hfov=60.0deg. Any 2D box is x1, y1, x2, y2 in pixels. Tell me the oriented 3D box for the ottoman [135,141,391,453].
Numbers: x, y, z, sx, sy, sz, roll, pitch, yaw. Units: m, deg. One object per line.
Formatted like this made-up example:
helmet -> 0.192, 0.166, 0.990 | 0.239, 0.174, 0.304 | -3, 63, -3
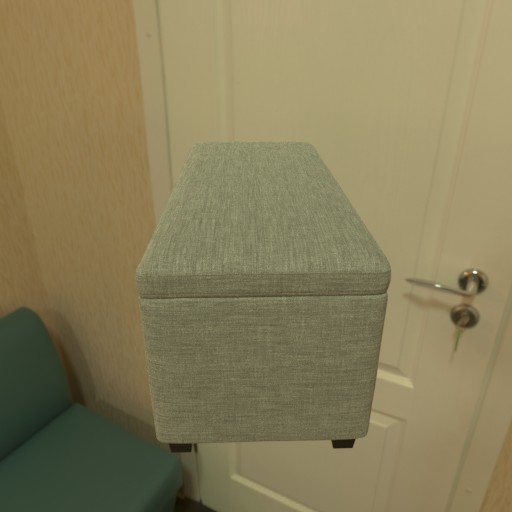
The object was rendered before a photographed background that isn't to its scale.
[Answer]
ottoman -> 0.000, 0.000, 1.147 | 0.419, 0.432, 0.902 | -1, 26, -2
